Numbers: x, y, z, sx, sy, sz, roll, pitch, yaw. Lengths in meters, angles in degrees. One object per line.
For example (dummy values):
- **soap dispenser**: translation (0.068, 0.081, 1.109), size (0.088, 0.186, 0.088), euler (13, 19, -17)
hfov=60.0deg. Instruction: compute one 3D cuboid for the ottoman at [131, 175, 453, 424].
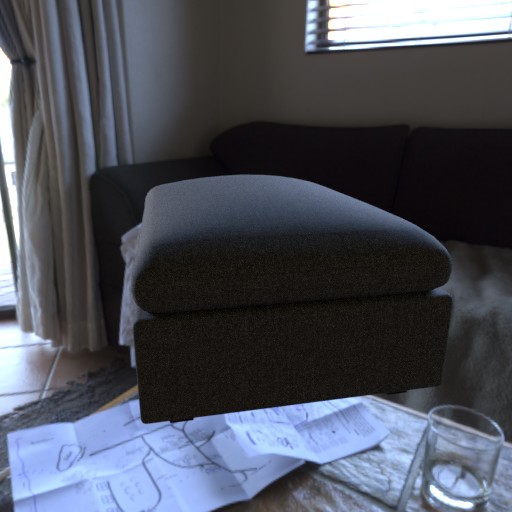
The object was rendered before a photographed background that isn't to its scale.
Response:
- **ottoman**: translation (0.000, 0.000, 1.427), size (0.711, 0.483, 1.041), euler (-3, 17, -11)
